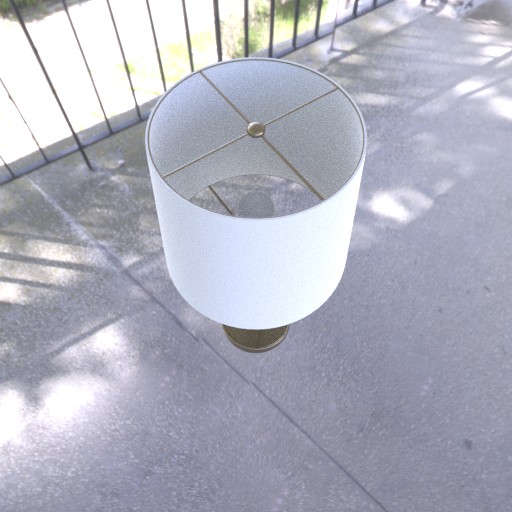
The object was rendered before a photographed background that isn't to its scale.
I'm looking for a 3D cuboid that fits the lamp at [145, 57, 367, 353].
[{"bbox_3d":[0.000,0.000,0.783,0.303,0.618,0.303,0,61,0],"label":"lamp"}]
